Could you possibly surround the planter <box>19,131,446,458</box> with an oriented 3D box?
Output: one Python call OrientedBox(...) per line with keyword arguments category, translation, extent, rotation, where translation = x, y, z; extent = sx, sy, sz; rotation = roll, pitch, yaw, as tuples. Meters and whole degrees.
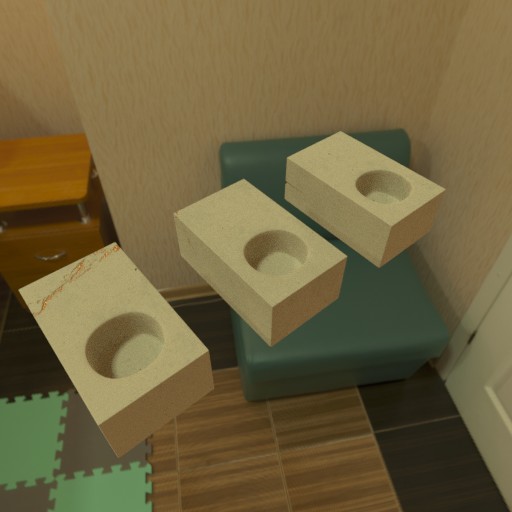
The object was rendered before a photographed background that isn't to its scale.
OrientedBox(category="planter", translation=(0.000, 0.000, 0.372), extent=(0.333, 0.051, 0.127), rotation=(-31, 54, -26))
